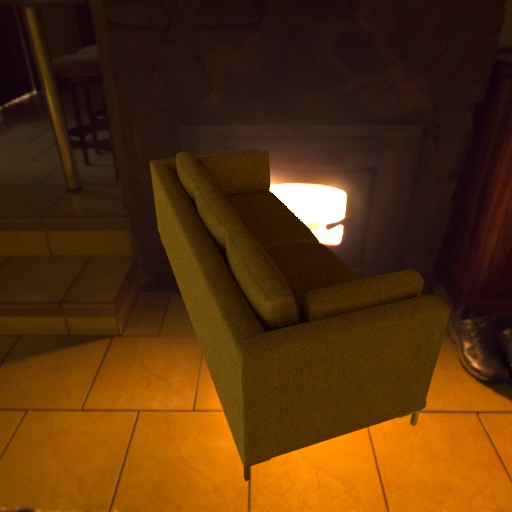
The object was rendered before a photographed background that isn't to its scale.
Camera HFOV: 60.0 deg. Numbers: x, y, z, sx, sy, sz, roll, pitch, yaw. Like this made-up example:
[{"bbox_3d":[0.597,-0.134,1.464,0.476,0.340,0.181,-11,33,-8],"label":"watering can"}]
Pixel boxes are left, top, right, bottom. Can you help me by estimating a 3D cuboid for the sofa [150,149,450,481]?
[{"bbox_3d":[0.000,0.000,2.893,0.969,0.867,2.415,-10,32,-17],"label":"sofa"}]
